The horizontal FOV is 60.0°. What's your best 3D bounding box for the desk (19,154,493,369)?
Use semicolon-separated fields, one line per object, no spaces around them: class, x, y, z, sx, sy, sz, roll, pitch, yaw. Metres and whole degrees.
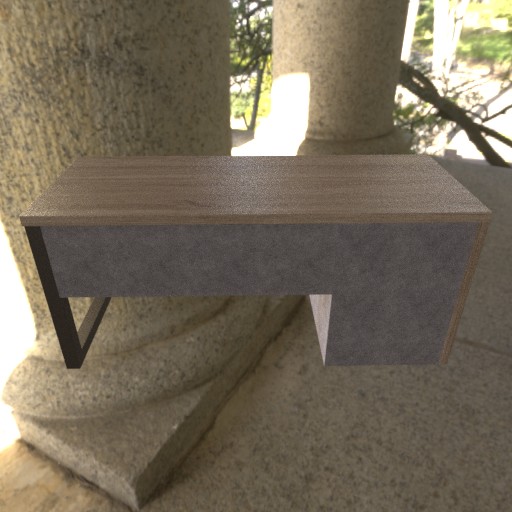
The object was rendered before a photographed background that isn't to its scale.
desk;0.000;0.000;2.080;1.700;0.760;0.690;-1;31;-1
